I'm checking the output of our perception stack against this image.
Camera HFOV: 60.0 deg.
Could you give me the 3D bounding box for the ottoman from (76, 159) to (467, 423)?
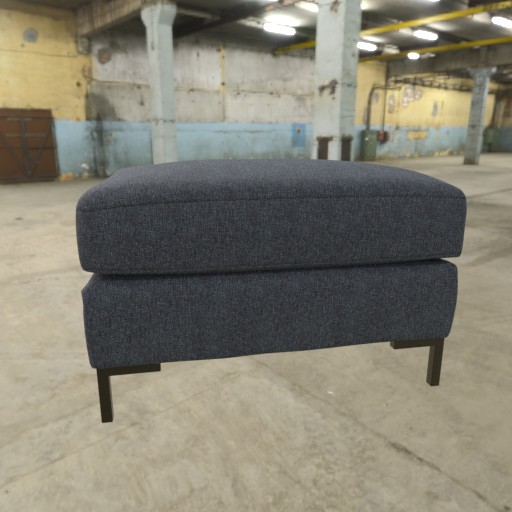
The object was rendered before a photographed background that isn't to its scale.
[{"bbox_3d":[0.000,0.000,1.256,0.831,0.533,0.695,-3,15,-11],"label":"ottoman"}]
